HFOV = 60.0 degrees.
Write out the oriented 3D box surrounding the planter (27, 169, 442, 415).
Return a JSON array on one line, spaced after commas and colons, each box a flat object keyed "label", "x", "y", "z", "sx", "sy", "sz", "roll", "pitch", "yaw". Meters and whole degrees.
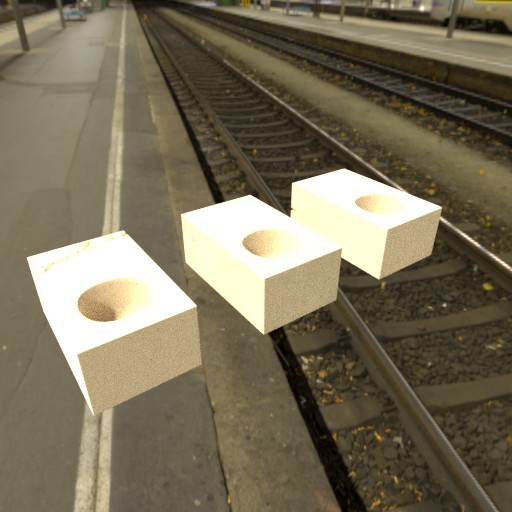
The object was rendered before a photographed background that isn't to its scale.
[{"label": "planter", "x": 0.000, "y": 0.000, "z": 0.385, "sx": 0.333, "sy": 0.051, "sz": 0.127, "roll": -20, "pitch": 36, "yaw": -30}]
